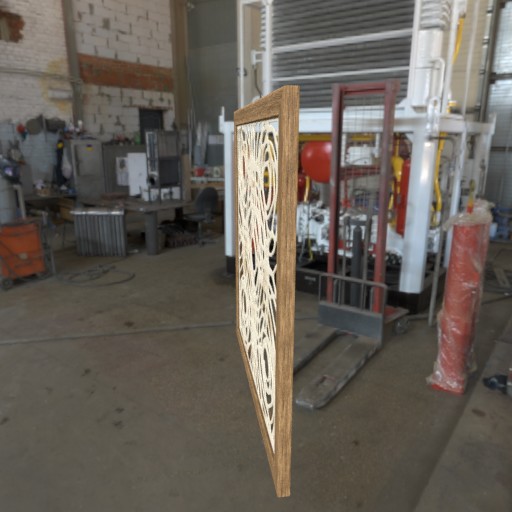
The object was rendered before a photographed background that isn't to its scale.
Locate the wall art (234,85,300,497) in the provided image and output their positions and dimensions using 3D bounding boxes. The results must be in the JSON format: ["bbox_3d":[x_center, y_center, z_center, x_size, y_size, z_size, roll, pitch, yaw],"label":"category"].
[{"bbox_3d":[0.000,0.000,0.836,0.021,0.576,0.561,-2,15,-8],"label":"wall art"}]
